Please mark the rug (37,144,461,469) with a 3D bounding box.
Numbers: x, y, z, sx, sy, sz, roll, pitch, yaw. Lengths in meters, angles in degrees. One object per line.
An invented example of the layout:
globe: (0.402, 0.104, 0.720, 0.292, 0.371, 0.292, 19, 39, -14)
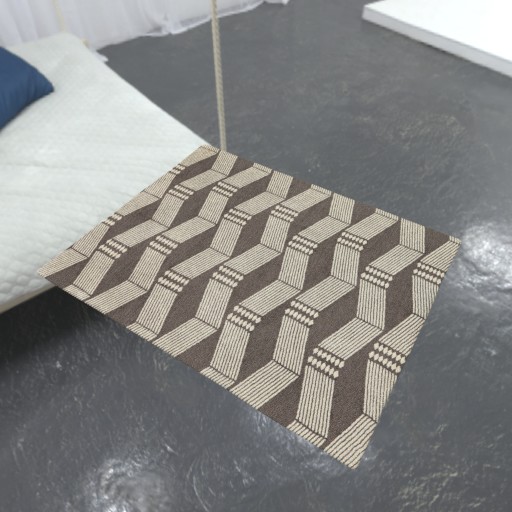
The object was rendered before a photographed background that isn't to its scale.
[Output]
rug: (0.000, 0.000, 4.035, 3.048, 0.016, 2.438, 25, 52, 22)
